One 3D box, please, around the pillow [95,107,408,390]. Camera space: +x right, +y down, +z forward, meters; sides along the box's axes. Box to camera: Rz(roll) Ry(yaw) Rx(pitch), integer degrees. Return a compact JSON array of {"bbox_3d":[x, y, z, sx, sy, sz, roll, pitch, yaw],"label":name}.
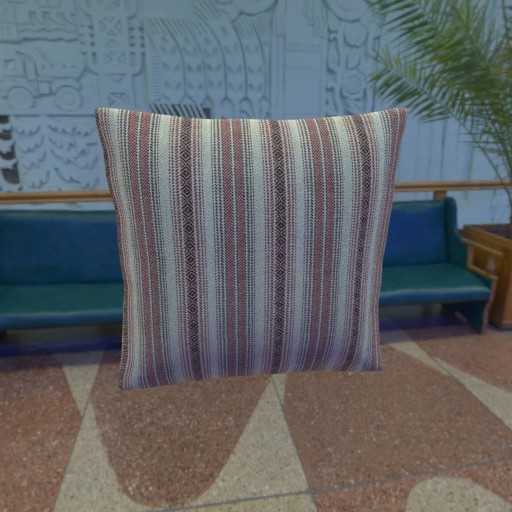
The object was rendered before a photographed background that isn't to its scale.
[{"bbox_3d":[0.000,0.000,0.783,0.513,0.497,0.166,-2,18,-7],"label":"pillow"}]
